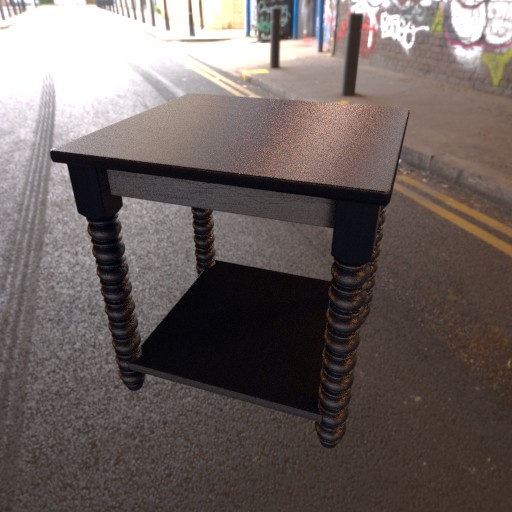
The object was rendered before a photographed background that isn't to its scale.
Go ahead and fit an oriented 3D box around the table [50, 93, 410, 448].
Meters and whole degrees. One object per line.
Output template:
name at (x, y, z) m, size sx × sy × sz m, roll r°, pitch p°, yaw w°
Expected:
table at (0.000, 0.000, 0.976) m, size 0.533 × 0.567 × 0.500 m, roll 10°, pitch 32°, yaw 16°
